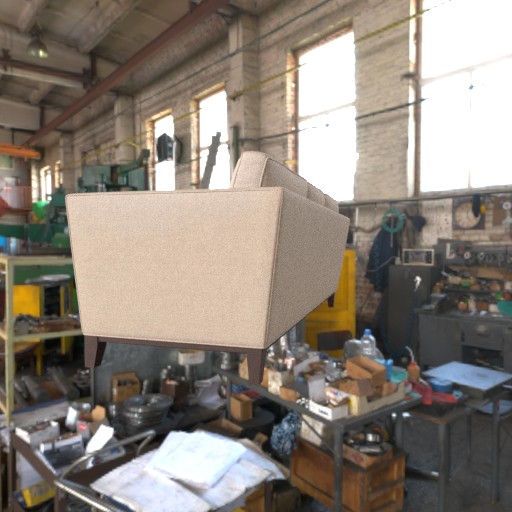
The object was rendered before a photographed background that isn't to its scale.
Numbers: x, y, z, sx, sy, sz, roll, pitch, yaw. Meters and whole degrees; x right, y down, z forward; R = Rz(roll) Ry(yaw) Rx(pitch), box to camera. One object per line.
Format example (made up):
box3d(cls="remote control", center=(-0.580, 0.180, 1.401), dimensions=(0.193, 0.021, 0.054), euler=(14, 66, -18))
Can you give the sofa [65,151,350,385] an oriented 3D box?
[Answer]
box3d(cls="sofa", center=(0.000, 0.000, 2.881), dimensions=(0.965, 0.940, 2.388), euler=(1, 2, 18))
